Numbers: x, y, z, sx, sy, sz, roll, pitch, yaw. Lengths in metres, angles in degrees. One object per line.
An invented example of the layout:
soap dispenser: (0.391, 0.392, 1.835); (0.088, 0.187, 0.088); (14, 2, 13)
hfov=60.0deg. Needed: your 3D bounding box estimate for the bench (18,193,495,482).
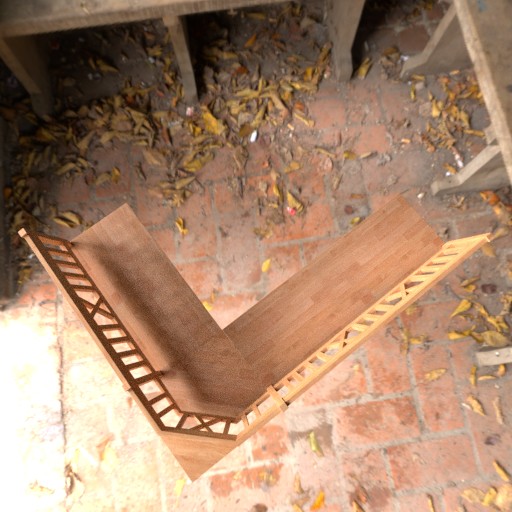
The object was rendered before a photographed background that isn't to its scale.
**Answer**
bench: (0.000, 0.000, 2.732); (1.937, 0.902, 1.537); (-37, 79, -9)
